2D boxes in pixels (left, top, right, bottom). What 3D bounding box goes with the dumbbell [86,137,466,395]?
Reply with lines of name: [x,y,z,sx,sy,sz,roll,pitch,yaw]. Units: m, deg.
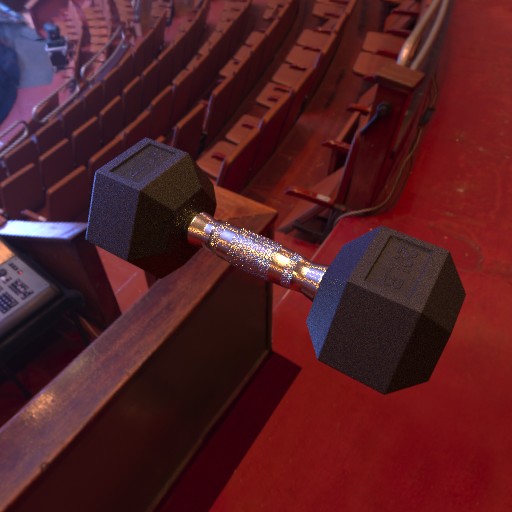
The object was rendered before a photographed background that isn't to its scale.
dumbbell: [0.000,0.000,0.321,0.272,0.092,0.106,24,51,21]
